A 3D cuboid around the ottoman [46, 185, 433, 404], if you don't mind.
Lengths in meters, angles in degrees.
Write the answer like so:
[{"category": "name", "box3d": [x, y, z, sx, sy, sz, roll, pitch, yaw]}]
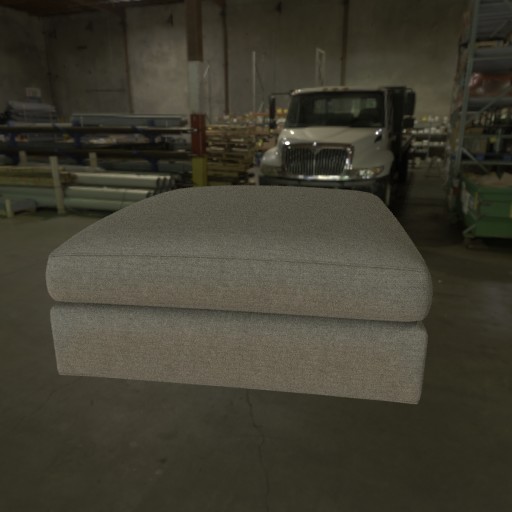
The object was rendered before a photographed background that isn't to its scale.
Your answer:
[{"category": "ottoman", "box3d": [0.000, 0.000, 1.638, 1.041, 0.470, 1.041, 2, 17, 8]}]
